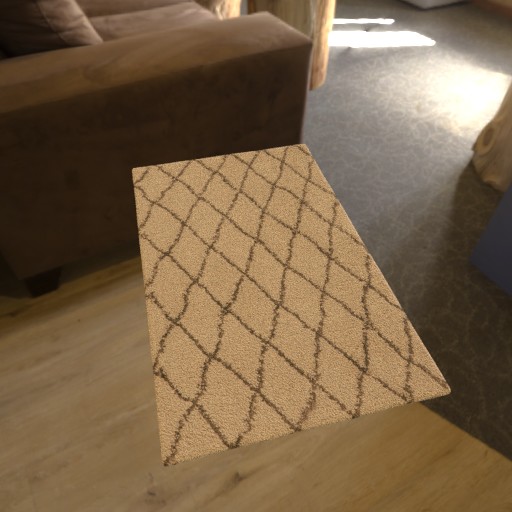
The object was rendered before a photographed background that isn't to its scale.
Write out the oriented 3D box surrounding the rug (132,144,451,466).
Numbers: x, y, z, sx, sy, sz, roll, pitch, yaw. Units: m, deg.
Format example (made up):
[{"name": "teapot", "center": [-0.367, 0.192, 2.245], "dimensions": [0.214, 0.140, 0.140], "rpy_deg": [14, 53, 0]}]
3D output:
[{"name": "rug", "center": [0.000, 0.000, 3.027], "dimensions": [1.524, 0.030, 2.438], "rpy_deg": [-10, 48, -10]}]
